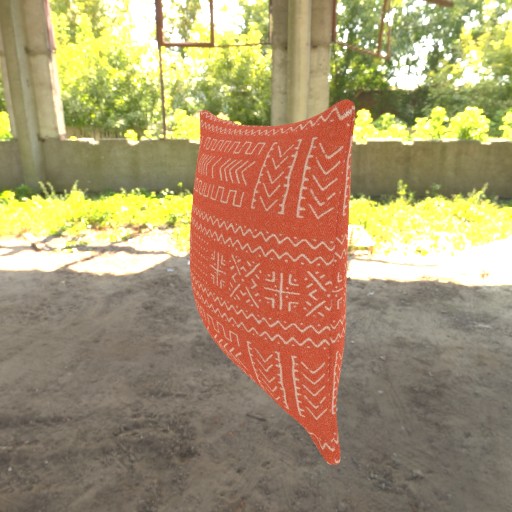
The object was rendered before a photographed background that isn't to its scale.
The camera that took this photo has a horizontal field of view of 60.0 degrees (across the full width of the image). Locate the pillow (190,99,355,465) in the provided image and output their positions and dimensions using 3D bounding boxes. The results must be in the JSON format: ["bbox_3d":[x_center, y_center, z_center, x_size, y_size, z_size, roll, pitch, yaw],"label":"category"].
[{"bbox_3d":[0.000,0.000,0.663,0.164,0.429,0.438,-8,18,-25],"label":"pillow"}]
